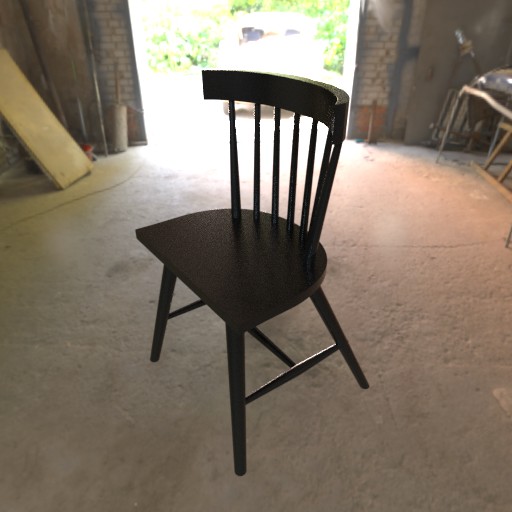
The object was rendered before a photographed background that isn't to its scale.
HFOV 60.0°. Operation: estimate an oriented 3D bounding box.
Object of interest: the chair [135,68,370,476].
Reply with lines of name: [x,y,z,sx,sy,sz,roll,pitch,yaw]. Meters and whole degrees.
chair: [0.000,0.000,1.150,0.483,0.844,0.506,-22,38,-31]
